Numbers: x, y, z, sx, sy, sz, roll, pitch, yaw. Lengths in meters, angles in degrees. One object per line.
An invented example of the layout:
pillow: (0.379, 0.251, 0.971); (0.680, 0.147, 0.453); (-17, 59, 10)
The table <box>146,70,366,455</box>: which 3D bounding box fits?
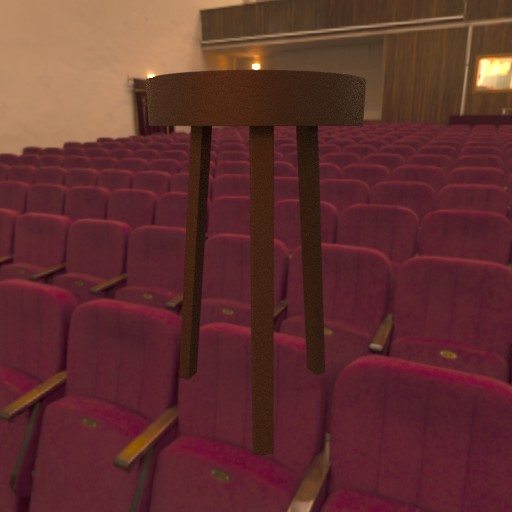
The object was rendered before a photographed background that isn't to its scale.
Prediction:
table: (0.000, 0.000, 0.938); (0.406, 0.686, 0.406); (8, 18, 25)
